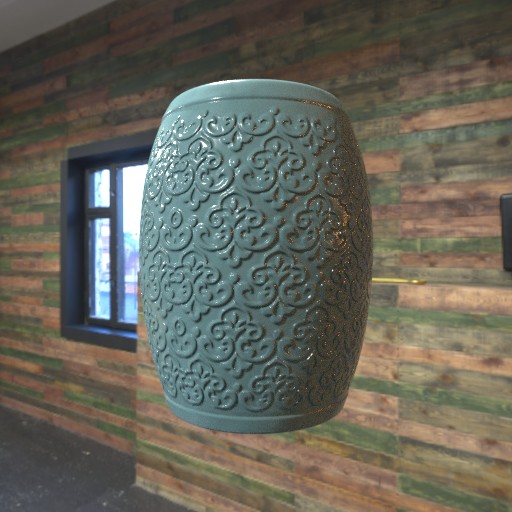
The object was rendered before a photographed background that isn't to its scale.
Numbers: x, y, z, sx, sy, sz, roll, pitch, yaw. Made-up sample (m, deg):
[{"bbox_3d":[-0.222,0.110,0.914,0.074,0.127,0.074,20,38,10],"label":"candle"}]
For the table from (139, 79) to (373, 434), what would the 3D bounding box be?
[{"bbox_3d":[0.000,0.000,0.604,0.309,0.397,0.309,0,1,0],"label":"table"}]
